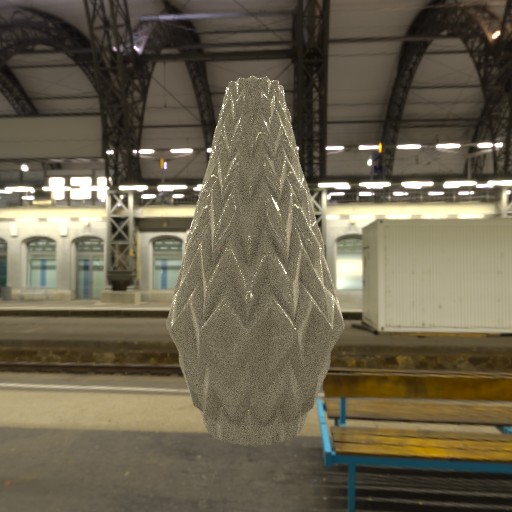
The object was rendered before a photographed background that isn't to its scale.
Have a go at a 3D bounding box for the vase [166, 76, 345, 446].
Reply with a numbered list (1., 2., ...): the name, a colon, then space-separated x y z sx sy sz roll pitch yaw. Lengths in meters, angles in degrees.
1. vase: 0.000 0.000 0.427 0.167 0.328 0.167 0 -2 0
